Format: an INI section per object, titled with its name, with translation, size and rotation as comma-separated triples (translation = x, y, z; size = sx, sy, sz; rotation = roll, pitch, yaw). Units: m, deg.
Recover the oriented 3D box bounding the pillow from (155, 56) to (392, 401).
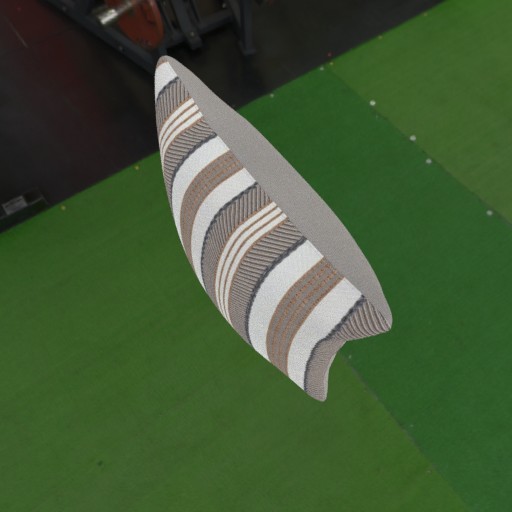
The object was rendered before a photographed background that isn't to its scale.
[pillow]
translation = 0.000, 0.000, 0.637
size = 0.173, 0.401, 0.416
rotation = -31, 67, -15
